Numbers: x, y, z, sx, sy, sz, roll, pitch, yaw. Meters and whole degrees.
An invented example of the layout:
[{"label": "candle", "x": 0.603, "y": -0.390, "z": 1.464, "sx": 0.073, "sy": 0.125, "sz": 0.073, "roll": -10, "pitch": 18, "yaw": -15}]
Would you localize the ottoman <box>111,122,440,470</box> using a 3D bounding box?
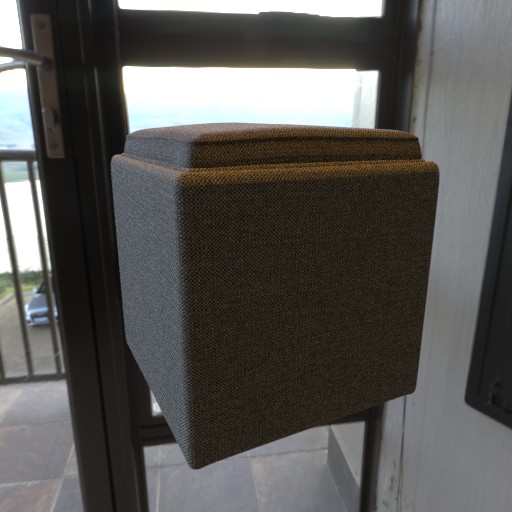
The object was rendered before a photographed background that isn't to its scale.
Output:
[{"label": "ottoman", "x": 0.000, "y": 0.000, "z": 0.845, "sx": 0.436, "sy": 0.487, "sz": 0.454, "roll": -8, "pitch": 18, "yaw": -26}]
